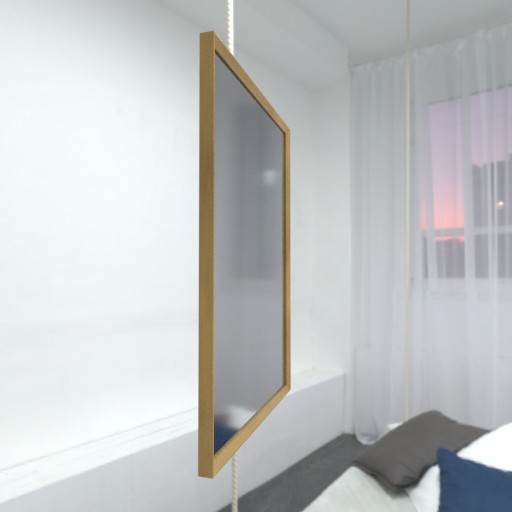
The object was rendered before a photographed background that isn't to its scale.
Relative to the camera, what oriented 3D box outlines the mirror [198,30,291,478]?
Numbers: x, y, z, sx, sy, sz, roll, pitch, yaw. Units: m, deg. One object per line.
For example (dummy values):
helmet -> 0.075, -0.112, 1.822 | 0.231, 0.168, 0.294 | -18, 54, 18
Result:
mirror -> 0.000, 0.000, 1.373 | 0.041, 1.016, 0.762 | 0, -2, 18
